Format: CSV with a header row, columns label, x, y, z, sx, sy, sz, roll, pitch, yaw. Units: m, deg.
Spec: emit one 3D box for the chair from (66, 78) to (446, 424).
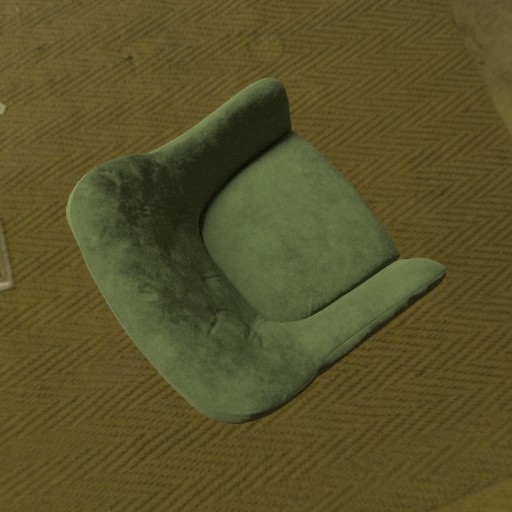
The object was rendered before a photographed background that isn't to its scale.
label,x,y,z,sx,sy,sz,roll,pitch,yaw
chair,0.000,0.000,1.463,0.819,0.804,0.840,-36,79,-8
